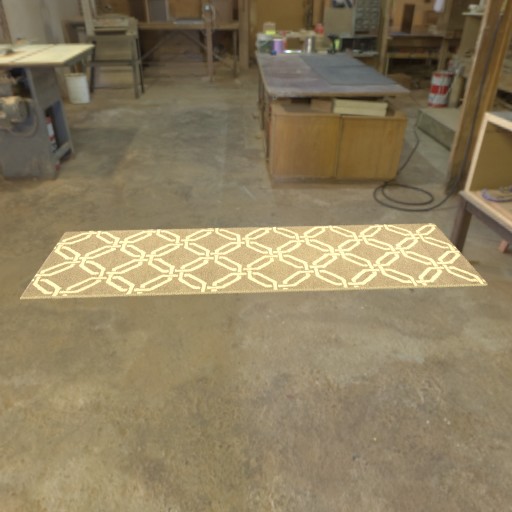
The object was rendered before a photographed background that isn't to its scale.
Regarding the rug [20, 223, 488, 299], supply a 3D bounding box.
[{"bbox_3d":[0.000,0.000,2.441,2.276,0.014,0.678,-1,31,-2],"label":"rug"}]
